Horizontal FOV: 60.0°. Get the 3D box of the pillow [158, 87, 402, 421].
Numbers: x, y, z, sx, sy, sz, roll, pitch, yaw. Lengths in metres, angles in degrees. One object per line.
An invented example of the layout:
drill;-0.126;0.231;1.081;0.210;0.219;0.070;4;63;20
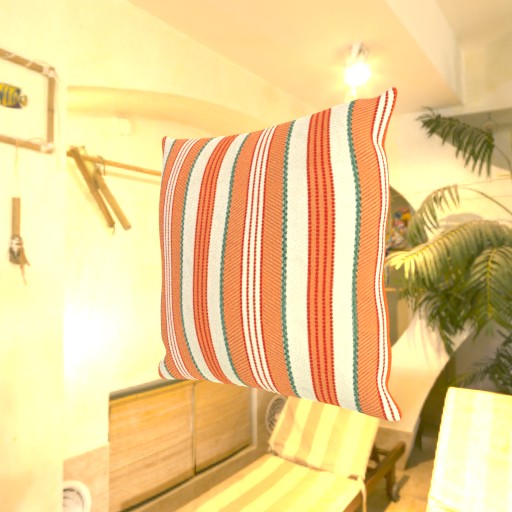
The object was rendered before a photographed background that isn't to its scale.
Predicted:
pillow;0.000;0.000;0.685;0.440;0.441;0.182;-1;-2;35
